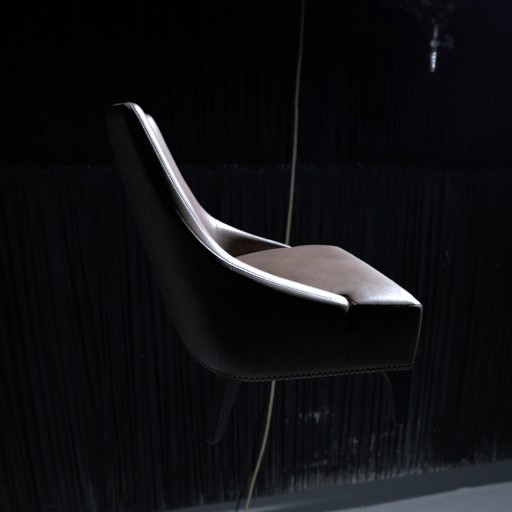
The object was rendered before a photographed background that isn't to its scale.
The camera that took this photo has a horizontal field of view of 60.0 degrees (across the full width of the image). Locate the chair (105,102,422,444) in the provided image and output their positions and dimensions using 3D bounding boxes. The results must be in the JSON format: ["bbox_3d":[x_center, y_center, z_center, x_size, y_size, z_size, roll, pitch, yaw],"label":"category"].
[{"bbox_3d":[0.000,0.000,1.452,0.861,0.909,0.701,-2,15,-9],"label":"chair"}]
